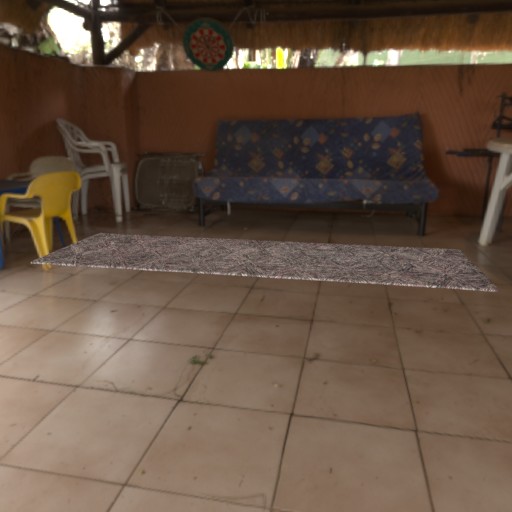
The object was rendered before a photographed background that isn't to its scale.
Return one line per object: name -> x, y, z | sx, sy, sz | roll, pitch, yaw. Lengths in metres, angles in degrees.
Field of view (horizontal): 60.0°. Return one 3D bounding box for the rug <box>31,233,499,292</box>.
rug -> 0.000, 0.000, 2.471 | 2.305, 0.013, 0.719 | 3, 16, 10
